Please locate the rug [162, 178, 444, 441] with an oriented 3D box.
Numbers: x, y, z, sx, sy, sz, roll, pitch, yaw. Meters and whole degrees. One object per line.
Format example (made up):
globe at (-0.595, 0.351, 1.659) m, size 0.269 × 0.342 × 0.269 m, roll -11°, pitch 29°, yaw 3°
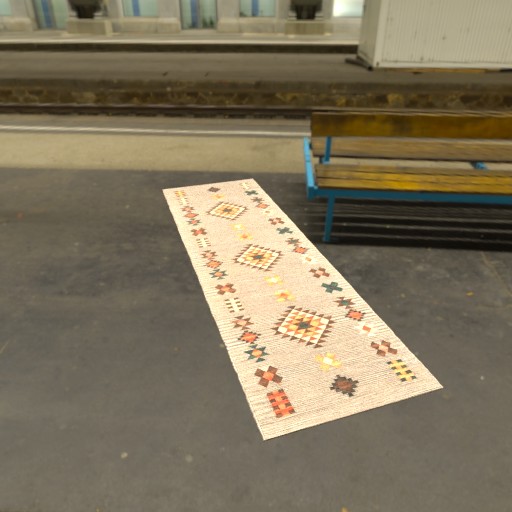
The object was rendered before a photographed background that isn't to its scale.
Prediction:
rug at (0.000, 0.000, 2.652) m, size 0.766 × 0.008 × 2.432 m, roll -10°, pitch 32°, yaw -16°
